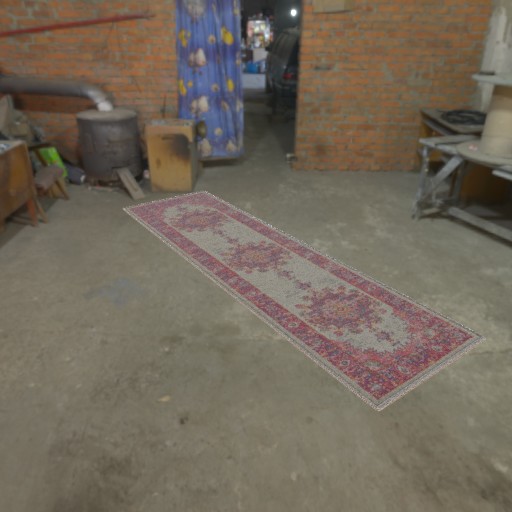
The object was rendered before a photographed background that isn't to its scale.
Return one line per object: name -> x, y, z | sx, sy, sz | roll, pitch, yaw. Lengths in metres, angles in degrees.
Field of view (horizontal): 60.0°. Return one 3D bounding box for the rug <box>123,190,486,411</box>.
rug -> 0.000, 0.000, 2.458 | 0.666, 0.011, 2.294 | -18, 32, -31
